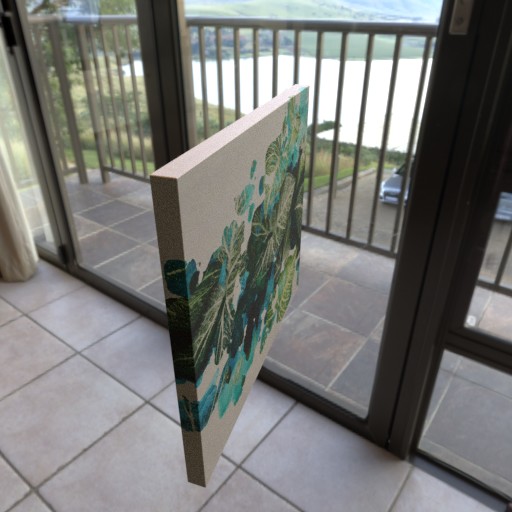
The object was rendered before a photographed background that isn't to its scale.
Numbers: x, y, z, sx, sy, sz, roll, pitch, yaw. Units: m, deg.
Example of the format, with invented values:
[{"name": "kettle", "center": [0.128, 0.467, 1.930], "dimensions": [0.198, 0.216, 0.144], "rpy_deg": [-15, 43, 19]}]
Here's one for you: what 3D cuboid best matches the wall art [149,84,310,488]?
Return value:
[{"name": "wall art", "center": [0.000, 0.000, 0.977], "dimensions": [0.043, 0.610, 0.711], "rpy_deg": [10, 31, 16]}]
